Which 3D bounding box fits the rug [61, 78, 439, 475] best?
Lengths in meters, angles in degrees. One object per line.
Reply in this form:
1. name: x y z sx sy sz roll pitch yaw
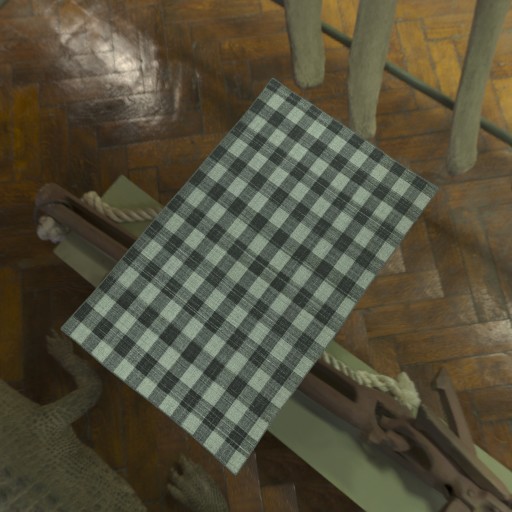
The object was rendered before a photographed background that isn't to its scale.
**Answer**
1. rug: 0.000 0.000 3.181 1.554 0.011 2.476 36 79 8
